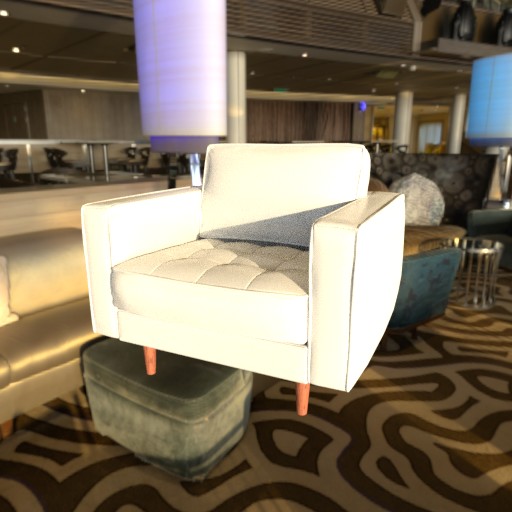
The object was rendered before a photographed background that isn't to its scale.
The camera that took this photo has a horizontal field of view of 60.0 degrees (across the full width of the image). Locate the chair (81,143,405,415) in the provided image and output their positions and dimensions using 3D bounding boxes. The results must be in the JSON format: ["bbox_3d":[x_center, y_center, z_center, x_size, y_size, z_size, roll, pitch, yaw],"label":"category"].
[{"bbox_3d":[0.000,0.000,1.569,0.928,0.773,0.843,7,16,24],"label":"chair"}]
